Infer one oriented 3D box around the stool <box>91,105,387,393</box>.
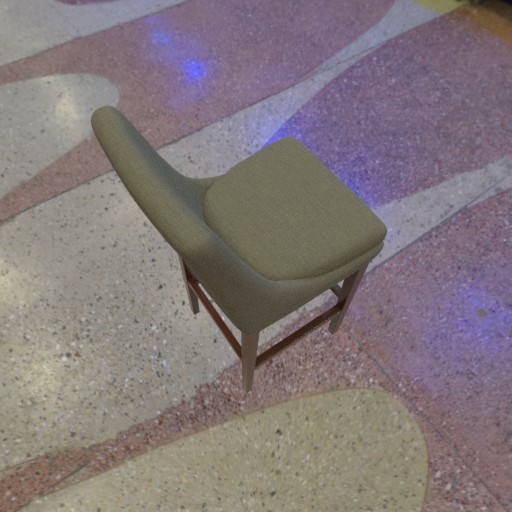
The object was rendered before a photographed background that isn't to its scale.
[{"bbox_3d":[0.000,0.000,1.337,0.577,1.078,0.470,-30,63,-17],"label":"stool"}]
